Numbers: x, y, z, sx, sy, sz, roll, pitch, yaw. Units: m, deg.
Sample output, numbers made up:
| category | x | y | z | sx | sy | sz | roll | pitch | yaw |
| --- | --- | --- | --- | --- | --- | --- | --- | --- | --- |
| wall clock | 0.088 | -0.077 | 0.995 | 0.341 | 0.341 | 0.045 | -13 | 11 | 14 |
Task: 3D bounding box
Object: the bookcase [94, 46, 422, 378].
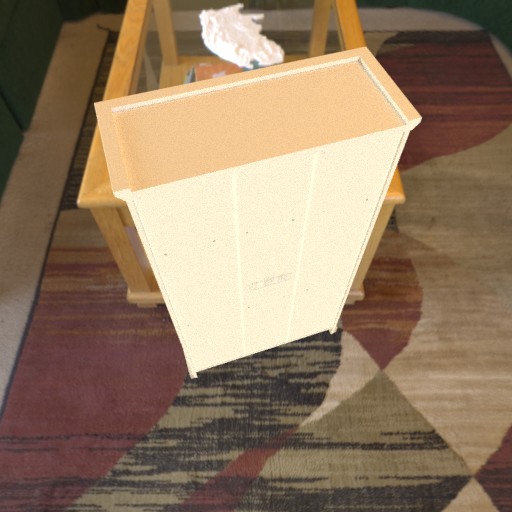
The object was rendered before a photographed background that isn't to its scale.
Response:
| category | x | y | z | sx | sy | sz | roll | pitch | yaw |
| --- | --- | --- | --- | --- | --- | --- | --- | --- | --- |
| bookcase | 0.000 | 0.000 | 2.322 | 1.050 | 1.880 | 0.432 | -16 | 59 | -10 |
